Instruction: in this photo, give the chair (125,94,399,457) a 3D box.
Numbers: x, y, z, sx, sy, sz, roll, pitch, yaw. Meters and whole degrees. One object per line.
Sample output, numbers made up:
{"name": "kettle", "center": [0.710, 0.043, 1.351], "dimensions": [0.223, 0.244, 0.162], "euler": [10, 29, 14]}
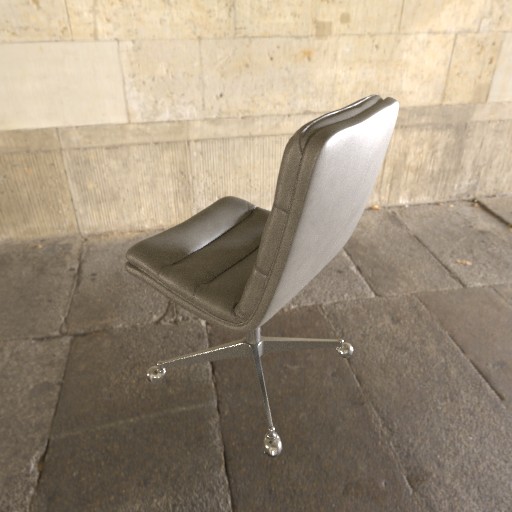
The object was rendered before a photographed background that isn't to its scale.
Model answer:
{"name": "chair", "center": [0.000, 0.000, 1.035], "dimensions": [0.485, 0.738, 0.422], "euler": [20, 37, 29]}
